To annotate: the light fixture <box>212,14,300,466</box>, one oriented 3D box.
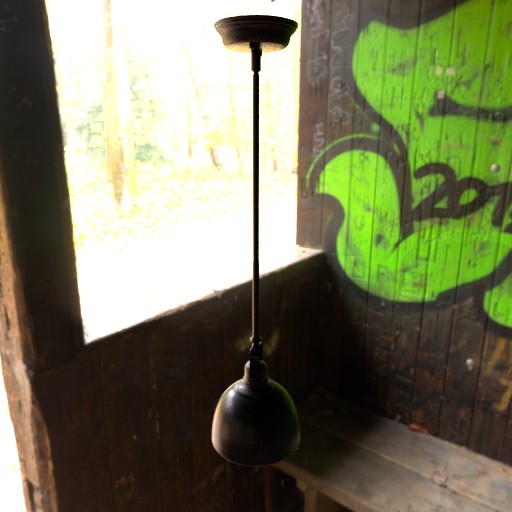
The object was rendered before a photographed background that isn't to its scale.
[{"bbox_3d":[0.000,0.000,0.814,0.182,0.768,0.182,3,15,10],"label":"light fixture"}]
